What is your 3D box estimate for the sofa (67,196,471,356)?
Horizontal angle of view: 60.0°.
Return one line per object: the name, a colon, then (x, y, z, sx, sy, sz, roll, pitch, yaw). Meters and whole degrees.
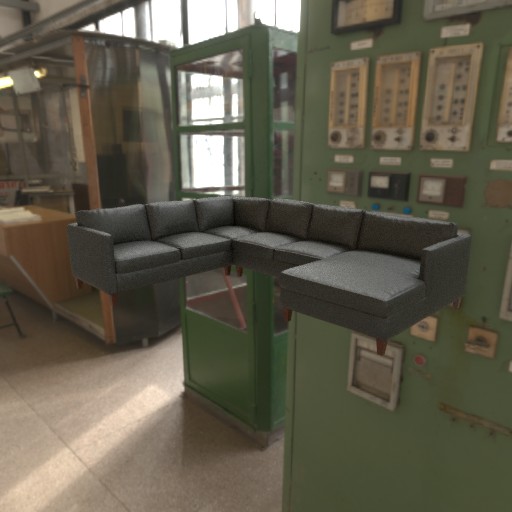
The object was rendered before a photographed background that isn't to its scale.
sofa: (0.000, 0.000, 4.672, 2.593, 0.923, 3.460, -14, 19, -43)
